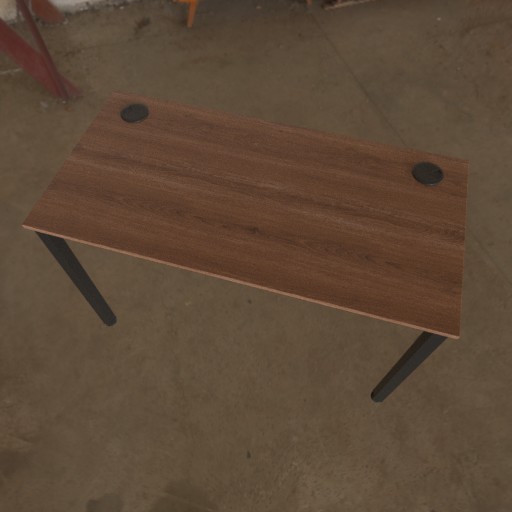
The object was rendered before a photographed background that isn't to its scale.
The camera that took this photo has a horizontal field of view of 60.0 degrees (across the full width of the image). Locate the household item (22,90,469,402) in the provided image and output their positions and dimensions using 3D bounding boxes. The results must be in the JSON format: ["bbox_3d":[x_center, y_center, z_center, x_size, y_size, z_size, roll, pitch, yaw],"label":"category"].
[{"bbox_3d":[0.000,0.000,1.625,1.200,0.750,0.600,14,60,8],"label":"household item"}]
